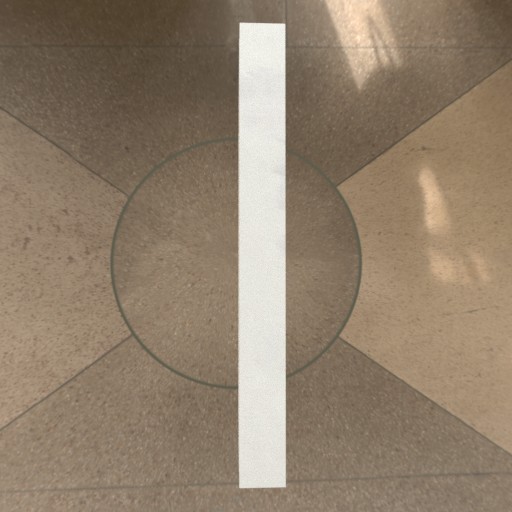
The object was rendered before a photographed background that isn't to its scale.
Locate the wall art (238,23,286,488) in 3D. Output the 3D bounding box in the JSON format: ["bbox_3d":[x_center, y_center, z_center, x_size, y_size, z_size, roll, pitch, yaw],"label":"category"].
[{"bbox_3d":[0.000,0.000,0.490,0.038,0.254,0.381,0,89,-2],"label":"wall art"}]
